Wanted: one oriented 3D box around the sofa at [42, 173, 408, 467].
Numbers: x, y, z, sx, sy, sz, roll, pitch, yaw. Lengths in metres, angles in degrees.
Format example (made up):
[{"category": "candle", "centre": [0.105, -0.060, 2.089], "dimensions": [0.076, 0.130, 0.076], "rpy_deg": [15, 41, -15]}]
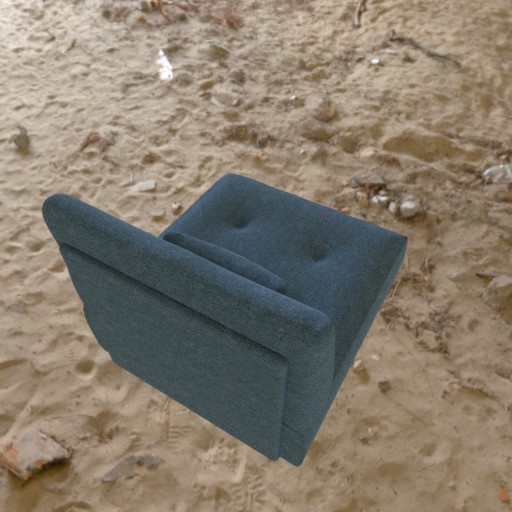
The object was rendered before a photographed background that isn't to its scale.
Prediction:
[{"category": "sofa", "centre": [0.000, 0.000, 1.665], "dimensions": [0.930, 0.820, 1.000], "rpy_deg": [24, 52, 20]}]
